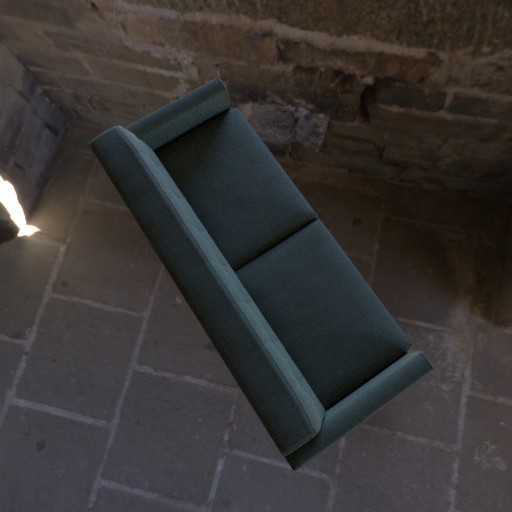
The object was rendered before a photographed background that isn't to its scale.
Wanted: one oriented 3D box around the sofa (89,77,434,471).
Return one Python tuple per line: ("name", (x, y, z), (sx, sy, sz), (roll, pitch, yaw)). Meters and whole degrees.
("sofa", (0.000, 0.000, 2.506), (0.909, 0.841, 2.029), (-32, 77, -8))
